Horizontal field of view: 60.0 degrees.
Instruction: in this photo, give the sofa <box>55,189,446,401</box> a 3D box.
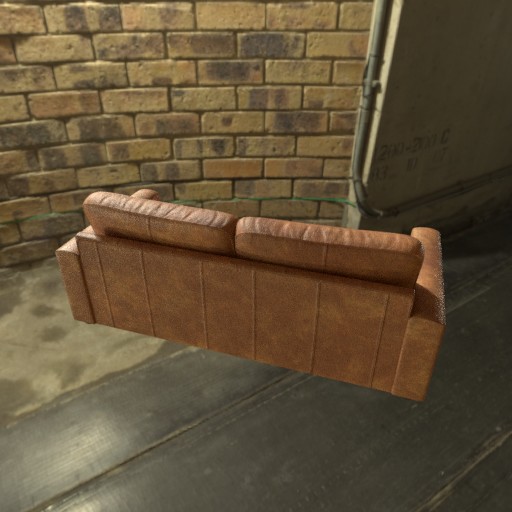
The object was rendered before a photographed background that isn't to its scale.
[{"bbox_3d":[0.000,0.000,2.800,2.179,0.873,1.016,10,33,15],"label":"sofa"}]
